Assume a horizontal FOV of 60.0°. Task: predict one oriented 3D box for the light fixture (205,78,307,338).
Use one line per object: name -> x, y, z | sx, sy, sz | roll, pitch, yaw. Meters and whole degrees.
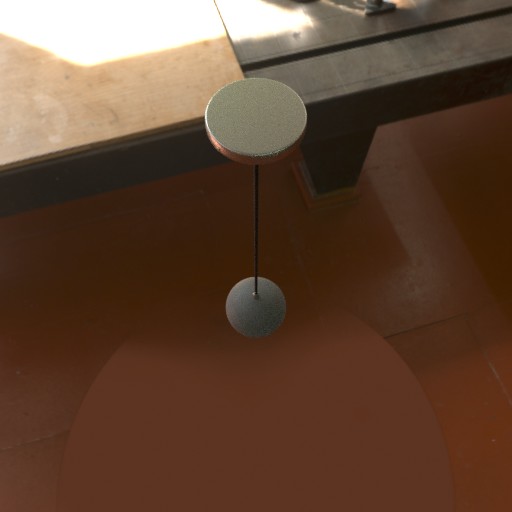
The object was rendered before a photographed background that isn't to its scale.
light fixture -> 0.000, 0.000, 0.856 | 0.153, 0.760, 0.153 | 16, 66, 8
